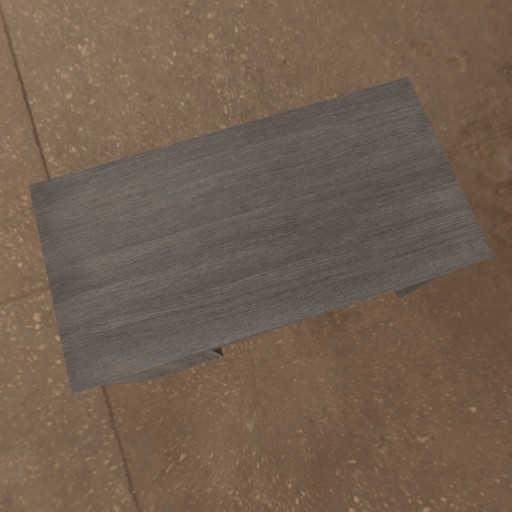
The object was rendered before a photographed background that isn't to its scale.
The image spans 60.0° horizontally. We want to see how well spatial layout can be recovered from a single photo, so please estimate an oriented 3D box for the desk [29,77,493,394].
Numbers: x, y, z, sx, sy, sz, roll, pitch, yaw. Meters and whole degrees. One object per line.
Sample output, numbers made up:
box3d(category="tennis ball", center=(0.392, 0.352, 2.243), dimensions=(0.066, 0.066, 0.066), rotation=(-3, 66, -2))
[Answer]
box3d(category="desk", center=(0.000, 0.000, 1.514), dimensions=(1.097, 0.735, 0.560), rotation=(-17, 76, -4))
